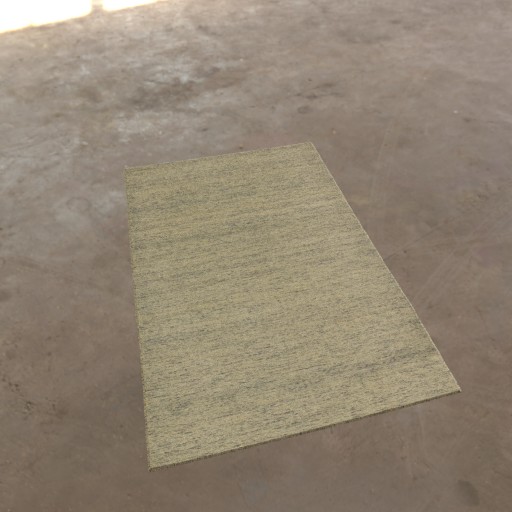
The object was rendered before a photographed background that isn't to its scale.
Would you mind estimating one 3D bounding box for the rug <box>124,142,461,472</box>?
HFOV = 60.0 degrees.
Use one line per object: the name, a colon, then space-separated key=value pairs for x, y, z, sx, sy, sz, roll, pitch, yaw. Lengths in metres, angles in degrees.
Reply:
rug: x=0.000 y=0.000 z=2.267 sx=1.243 sy=0.014 sz=1.846 roll=-10 pitch=48 yaw=-10
